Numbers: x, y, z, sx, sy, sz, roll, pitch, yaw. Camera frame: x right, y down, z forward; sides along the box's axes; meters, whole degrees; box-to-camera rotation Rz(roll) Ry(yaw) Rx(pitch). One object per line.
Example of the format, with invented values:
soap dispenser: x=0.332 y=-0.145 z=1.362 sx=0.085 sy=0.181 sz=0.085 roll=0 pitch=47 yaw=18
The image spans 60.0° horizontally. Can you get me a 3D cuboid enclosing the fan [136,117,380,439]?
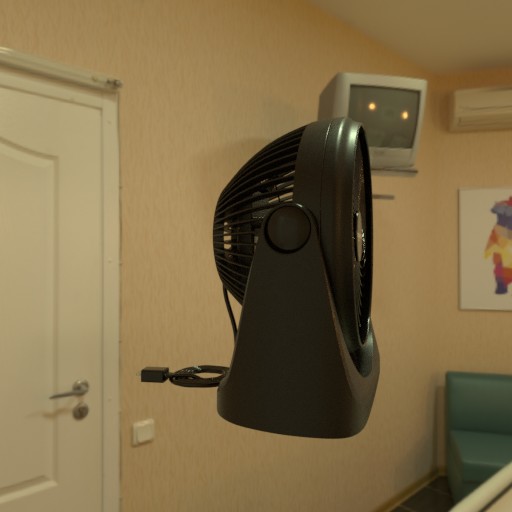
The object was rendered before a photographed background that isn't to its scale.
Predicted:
fan: x=0.000 y=0.000 z=0.490 sx=0.256 sy=0.277 sz=0.273 roll=0 pitch=0 yaw=19
